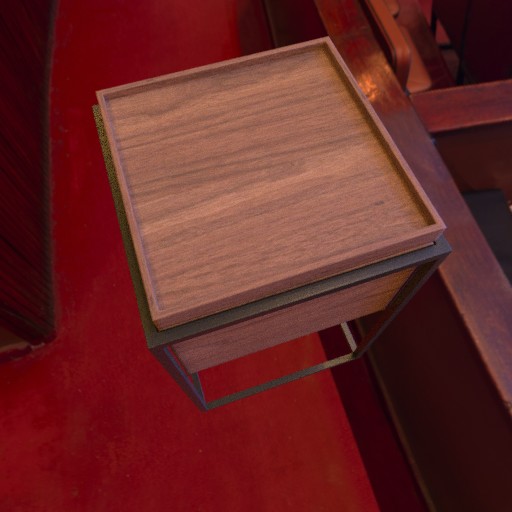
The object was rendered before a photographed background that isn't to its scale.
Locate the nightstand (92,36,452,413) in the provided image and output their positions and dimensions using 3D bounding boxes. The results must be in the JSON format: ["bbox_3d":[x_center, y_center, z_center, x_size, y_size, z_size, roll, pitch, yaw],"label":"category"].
[{"bbox_3d":[0.000,0.000,0.858,0.397,0.607,0.397,-17,65,-8],"label":"nightstand"}]
